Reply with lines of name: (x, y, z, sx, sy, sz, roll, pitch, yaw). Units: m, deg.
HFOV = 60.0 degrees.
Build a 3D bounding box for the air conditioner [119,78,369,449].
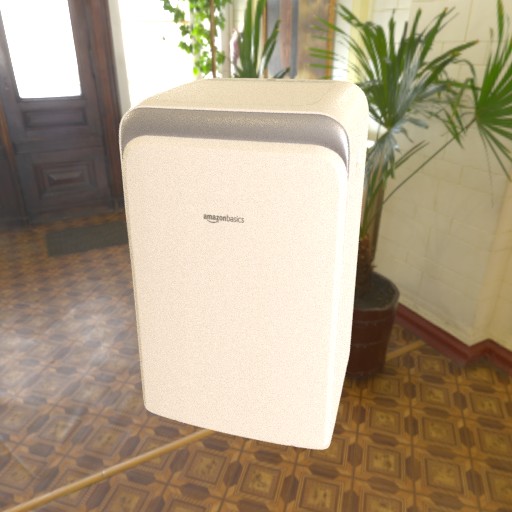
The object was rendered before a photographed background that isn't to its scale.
air conditioner: (0.000, 0.000, 1.055, 0.478, 0.765, 0.467, 7, 26, 14)
